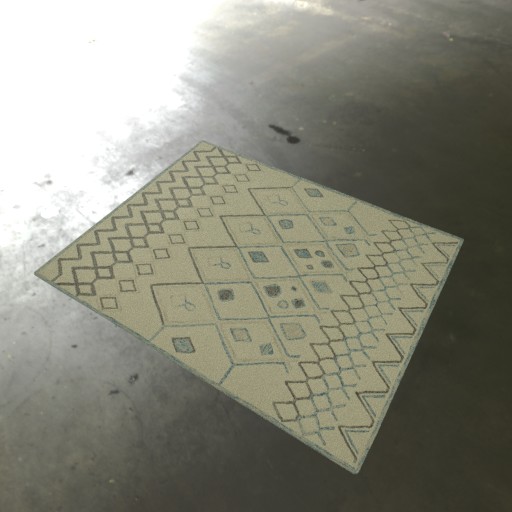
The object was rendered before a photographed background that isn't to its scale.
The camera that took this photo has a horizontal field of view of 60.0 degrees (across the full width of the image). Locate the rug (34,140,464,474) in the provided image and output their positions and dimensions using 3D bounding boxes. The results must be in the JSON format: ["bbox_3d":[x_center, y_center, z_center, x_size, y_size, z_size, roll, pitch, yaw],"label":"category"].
[{"bbox_3d":[0.000,0.000,4.000,3.056,0.013,2.441,25,53,21],"label":"rug"}]
